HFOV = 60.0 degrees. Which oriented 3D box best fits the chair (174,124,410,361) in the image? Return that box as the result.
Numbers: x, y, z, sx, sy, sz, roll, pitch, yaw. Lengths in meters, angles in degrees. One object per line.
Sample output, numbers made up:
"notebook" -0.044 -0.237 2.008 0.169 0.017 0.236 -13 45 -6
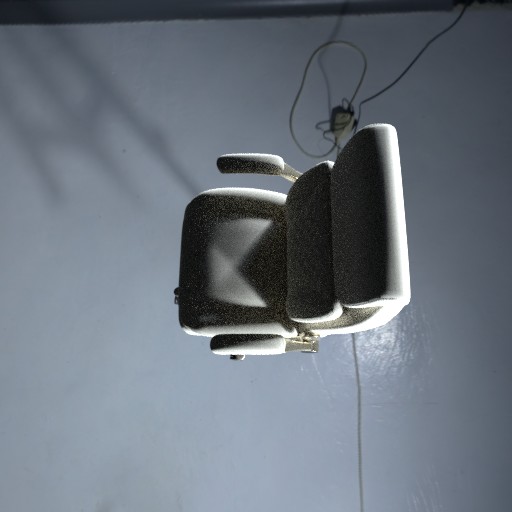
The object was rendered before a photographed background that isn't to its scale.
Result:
"chair" 0.000 0.000 1.665 0.794 1.110 0.740 -3 75 -1
